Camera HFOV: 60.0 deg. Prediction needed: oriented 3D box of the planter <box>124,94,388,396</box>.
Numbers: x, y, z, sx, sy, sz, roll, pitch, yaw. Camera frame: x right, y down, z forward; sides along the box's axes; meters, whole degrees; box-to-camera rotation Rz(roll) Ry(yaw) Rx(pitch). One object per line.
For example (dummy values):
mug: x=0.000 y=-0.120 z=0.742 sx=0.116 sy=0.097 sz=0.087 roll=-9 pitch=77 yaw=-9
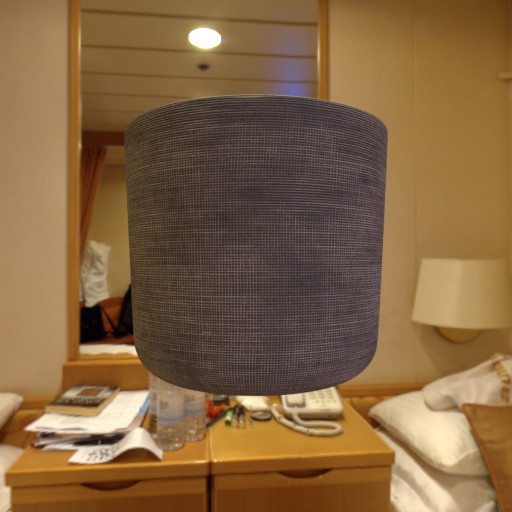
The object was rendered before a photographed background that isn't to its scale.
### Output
planter: x=0.000 y=0.000 z=0.769 sx=0.440 sy=0.398 sz=0.440 roll=0 pitch=-1 yaw=0
